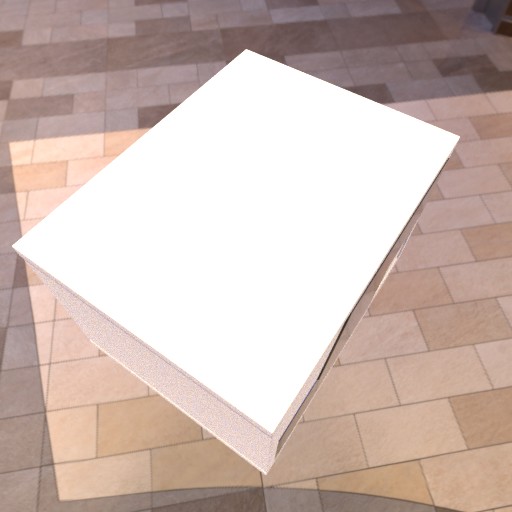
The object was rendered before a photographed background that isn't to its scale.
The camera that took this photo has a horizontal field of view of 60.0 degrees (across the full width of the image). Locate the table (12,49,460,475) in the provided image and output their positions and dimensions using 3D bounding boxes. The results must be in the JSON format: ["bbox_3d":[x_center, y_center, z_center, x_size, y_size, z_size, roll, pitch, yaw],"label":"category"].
[{"bbox_3d":[0.000,0.000,0.768,0.399,0.357,0.517,30,62,18],"label":"table"}]
